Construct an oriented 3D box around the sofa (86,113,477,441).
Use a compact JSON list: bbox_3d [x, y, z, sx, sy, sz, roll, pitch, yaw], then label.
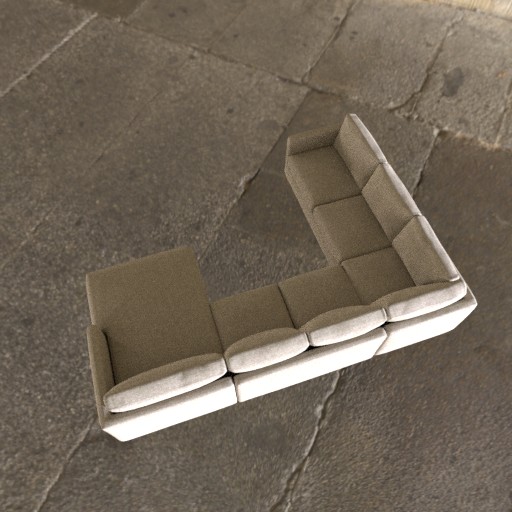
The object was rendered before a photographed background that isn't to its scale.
[{"bbox_3d":[0.000,0.000,4.584,3.460,0.959,2.593,-16,60,-9],"label":"sofa"}]
